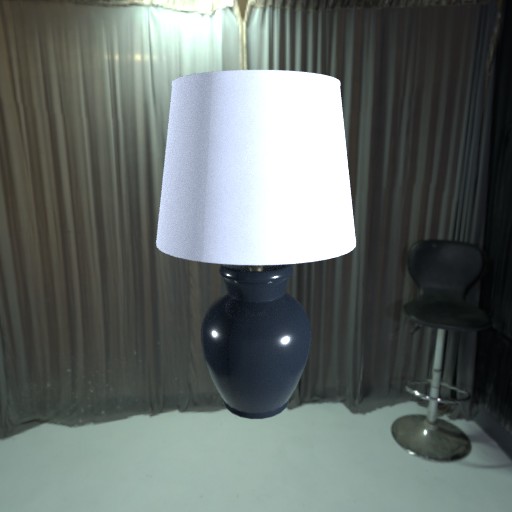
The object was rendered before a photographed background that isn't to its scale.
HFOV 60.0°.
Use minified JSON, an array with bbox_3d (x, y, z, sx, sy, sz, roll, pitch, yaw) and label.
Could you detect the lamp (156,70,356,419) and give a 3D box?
[{"bbox_3d":[0.000,0.000,0.548,0.239,0.399,0.239,0,13,0],"label":"lamp"}]
